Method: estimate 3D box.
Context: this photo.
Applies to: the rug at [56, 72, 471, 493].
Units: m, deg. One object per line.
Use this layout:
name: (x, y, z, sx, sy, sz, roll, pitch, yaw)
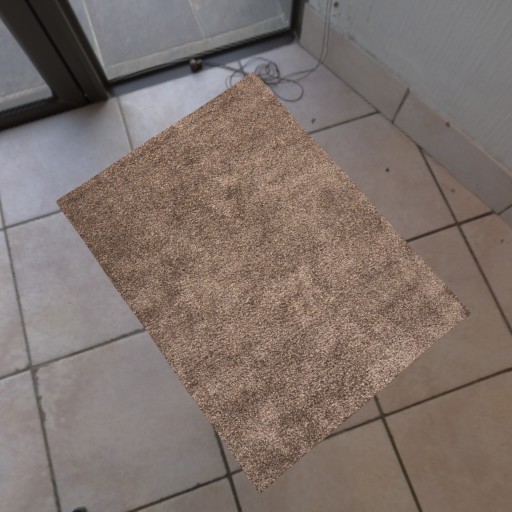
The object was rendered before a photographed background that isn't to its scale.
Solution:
rug: (0.000, 0.000, 2.060, 1.198, 0.025, 1.601, -37, 78, -9)
